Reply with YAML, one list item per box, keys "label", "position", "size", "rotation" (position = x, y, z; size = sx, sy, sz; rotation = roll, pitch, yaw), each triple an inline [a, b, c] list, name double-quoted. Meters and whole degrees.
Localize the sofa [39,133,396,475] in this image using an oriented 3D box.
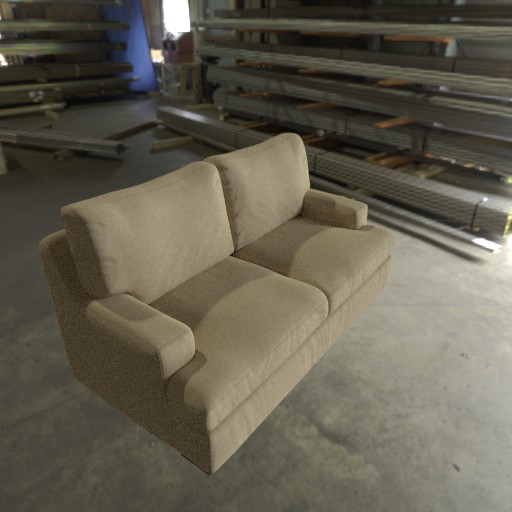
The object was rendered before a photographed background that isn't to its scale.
- label: "sofa"
  position: [0.000, 0.000, 2.428]
  size: [0.962, 0.967, 1.885]
  rotation: [19, 34, 32]
